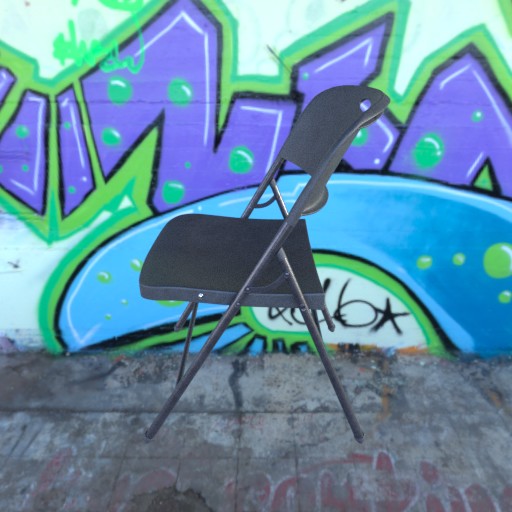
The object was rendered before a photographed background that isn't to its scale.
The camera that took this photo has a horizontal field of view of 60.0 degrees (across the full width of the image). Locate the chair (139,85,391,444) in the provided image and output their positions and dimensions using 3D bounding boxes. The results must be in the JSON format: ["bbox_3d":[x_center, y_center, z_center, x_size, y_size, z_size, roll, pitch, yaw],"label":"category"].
[{"bbox_3d":[0.000,0.000,1.147,0.567,0.810,0.494,0,27,0],"label":"chair"}]
